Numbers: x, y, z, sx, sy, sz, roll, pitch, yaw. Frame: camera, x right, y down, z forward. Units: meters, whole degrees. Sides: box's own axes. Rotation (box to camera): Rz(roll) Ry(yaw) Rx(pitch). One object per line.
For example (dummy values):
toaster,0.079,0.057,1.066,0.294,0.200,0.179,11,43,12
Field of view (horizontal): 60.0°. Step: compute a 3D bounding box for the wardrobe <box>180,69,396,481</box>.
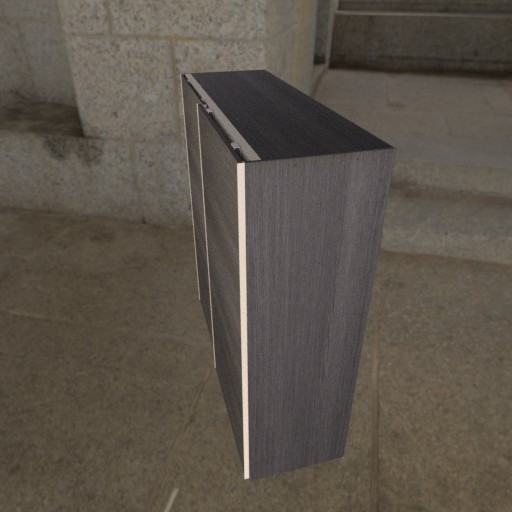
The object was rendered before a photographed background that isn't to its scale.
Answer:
wardrobe,0.000,0.000,2.874,0.629,1.960,1.780,-8,33,-13
